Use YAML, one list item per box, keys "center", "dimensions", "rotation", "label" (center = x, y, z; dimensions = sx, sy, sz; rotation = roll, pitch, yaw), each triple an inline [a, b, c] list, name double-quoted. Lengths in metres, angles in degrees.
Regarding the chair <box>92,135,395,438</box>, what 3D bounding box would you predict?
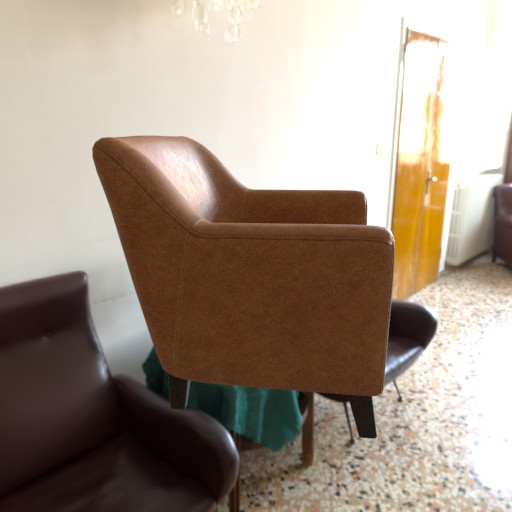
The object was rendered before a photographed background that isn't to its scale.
- center: [0.000, 0.000, 1.870]
  dimensions: [1.034, 0.980, 1.037]
  rotation: [2, 16, 8]
  label: "chair"
